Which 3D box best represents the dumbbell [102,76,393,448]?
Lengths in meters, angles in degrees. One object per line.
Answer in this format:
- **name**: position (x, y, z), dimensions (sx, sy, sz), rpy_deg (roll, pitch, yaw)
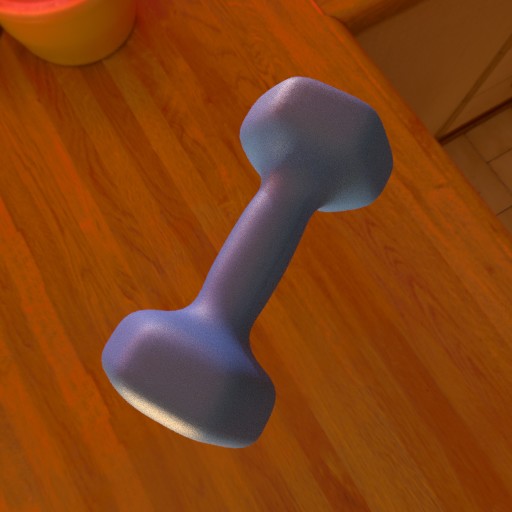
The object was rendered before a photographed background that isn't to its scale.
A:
- **dumbbell**: position (0.000, 0.000, 0.269), dimensions (0.103, 0.093, 0.212), rpy_deg (28, 77, 7)
